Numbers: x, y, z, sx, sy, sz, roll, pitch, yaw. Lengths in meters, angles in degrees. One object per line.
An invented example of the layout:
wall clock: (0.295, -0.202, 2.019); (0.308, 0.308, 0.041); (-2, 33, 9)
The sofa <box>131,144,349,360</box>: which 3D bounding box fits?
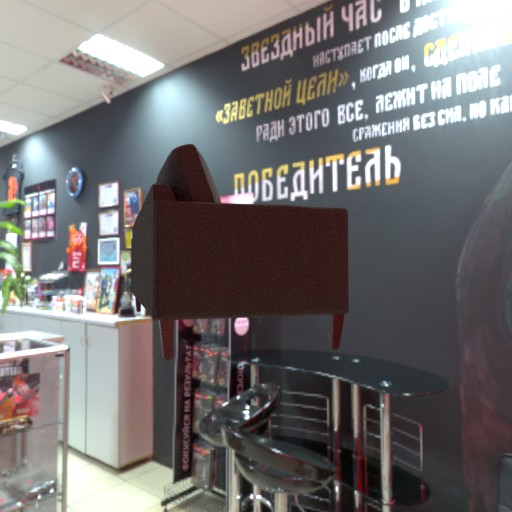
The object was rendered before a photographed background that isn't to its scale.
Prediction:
sofa: (0.000, 0.000, 2.915); (1.506, 0.876, 2.178); (1, -2, -18)
